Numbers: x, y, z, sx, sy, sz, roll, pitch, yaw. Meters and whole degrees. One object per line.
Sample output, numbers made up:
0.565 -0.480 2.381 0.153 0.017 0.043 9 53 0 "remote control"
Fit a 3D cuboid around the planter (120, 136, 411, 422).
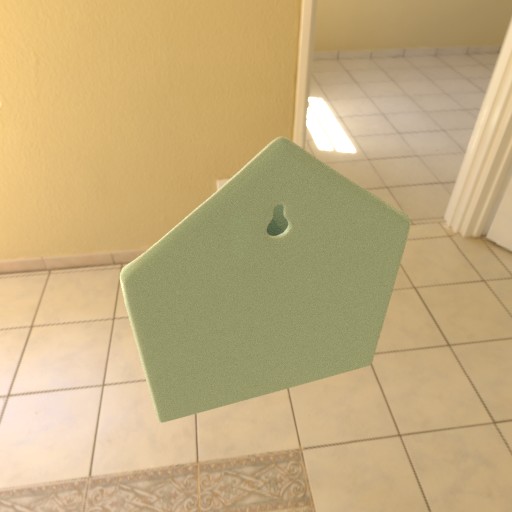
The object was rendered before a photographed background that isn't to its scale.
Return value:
0.000 0.000 0.285 0.164 0.197 0.079 -11 42 -13 "planter"
